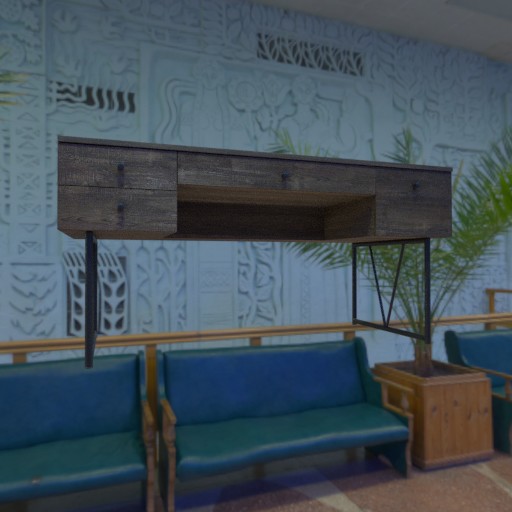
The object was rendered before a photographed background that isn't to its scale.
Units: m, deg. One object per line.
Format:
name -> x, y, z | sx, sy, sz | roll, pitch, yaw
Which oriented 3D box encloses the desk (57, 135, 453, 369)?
desk -> 0.000, 0.000, 2.027 | 1.600, 0.780, 0.730 | 0, -1, -18
